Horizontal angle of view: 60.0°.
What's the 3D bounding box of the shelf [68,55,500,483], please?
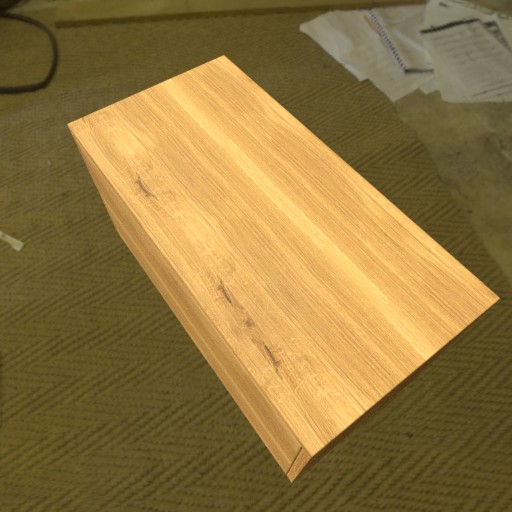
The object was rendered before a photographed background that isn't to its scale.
[{"bbox_3d":[0.000,0.000,0.997,0.400,0.400,0.800,-32,64,-18],"label":"shelf"}]
